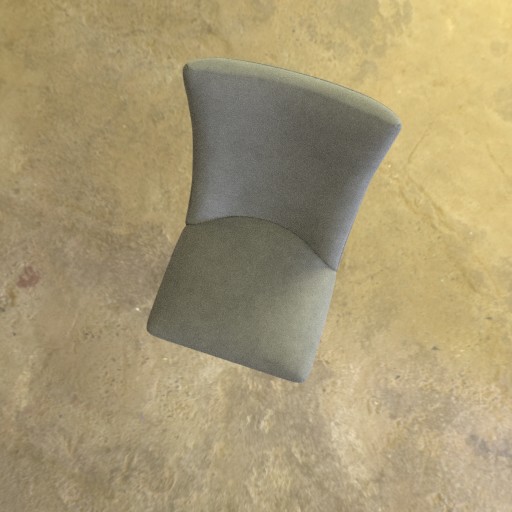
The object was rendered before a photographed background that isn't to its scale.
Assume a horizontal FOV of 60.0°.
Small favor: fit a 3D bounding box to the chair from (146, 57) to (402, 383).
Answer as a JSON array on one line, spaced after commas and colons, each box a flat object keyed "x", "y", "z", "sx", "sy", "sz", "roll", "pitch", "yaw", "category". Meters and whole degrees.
[{"x": 0.000, "y": 0.000, "z": 1.285, "sx": 0.495, "sy": 0.902, "sz": 0.610, "roll": 17, "pitch": 76, "yaw": 4, "category": "chair"}]
